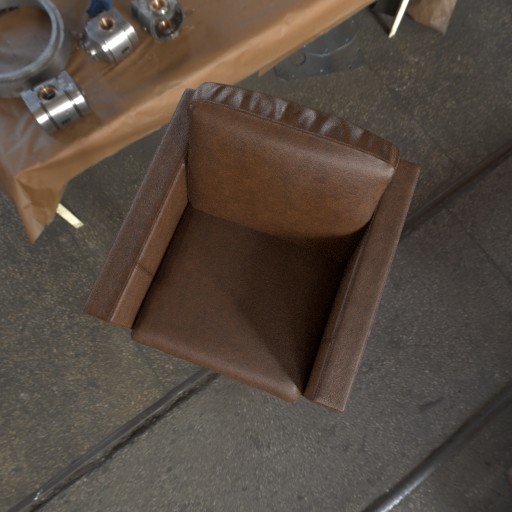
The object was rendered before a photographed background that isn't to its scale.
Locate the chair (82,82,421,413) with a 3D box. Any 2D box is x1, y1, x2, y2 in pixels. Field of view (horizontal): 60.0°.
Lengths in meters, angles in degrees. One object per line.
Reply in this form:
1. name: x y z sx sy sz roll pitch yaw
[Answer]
1. chair: 0.000 0.000 1.669 0.890 0.956 0.909 20 77 5
